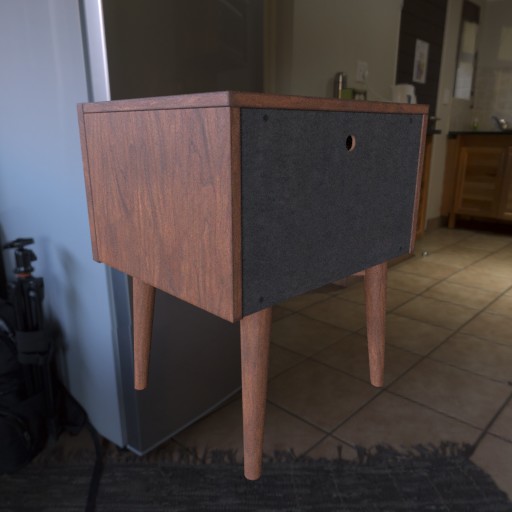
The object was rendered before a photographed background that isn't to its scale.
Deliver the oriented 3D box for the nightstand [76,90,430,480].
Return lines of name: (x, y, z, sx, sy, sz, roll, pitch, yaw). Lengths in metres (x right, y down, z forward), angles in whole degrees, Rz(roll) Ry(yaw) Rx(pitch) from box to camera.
nightstand: (0.000, 0.000, 0.935, 0.521, 0.607, 0.445, -15, 22, -42)
